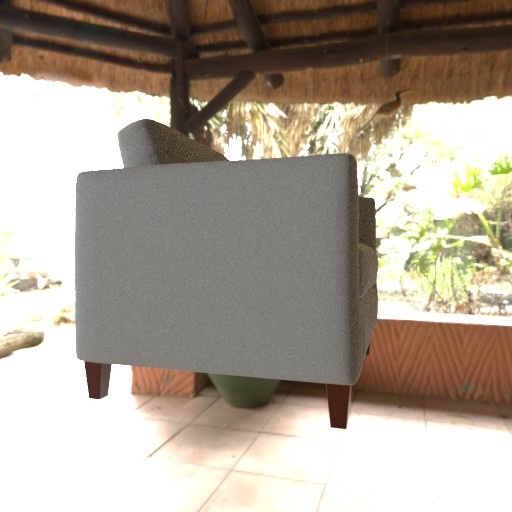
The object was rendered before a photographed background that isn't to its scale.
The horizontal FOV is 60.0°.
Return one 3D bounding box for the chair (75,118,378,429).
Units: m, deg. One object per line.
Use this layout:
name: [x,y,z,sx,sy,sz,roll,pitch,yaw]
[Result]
chair: [0.000,0.000,1.831,0.953,0.961,1.107,0,0,18]
